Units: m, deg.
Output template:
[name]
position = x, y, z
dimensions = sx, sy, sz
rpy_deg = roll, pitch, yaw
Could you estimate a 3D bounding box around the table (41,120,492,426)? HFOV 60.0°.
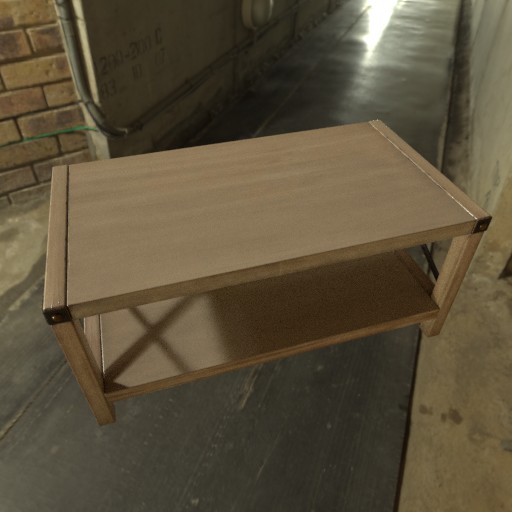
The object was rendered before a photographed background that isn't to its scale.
[table]
position = 0.000, 0.000, 1.279
dimensions = 1.016, 0.456, 0.559
rpy_deg = -12, 43, -13
